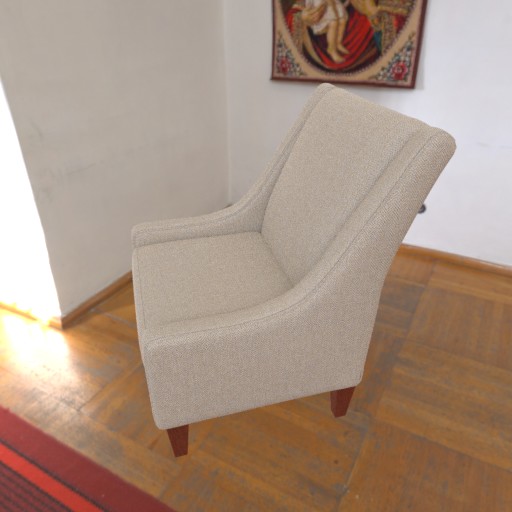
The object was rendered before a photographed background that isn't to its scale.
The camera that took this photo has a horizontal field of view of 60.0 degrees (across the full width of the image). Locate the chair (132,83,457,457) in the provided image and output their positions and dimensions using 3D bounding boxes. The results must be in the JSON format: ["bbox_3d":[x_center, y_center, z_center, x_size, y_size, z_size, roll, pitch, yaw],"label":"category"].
[{"bbox_3d":[0.000,0.000,1.572,0.870,1.014,0.774,-8,32,-14],"label":"chair"}]
